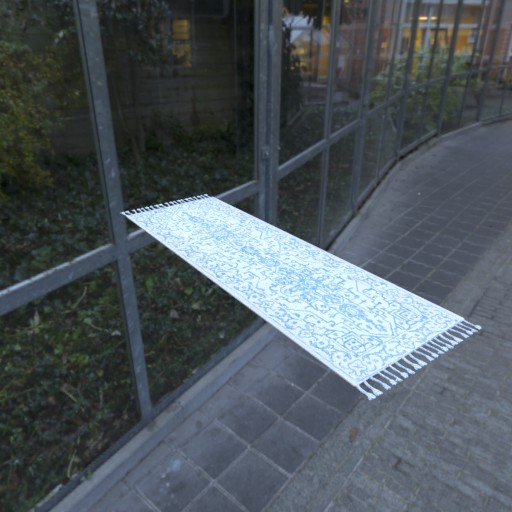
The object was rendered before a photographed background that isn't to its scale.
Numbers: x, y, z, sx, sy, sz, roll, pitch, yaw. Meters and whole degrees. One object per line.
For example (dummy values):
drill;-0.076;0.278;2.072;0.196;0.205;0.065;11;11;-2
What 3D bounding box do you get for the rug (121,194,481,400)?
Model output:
rug;0.000;0.000;2.704;0.774;0.011;2.449;-18;31;-32
